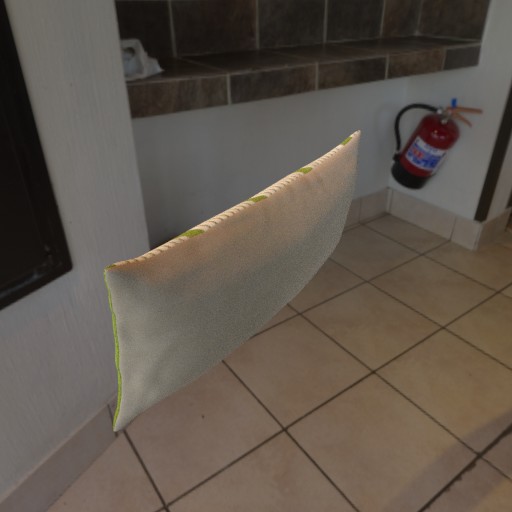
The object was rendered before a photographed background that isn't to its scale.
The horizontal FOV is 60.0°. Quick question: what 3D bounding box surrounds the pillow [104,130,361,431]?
[{"bbox_3d":[0.000,0.000,0.739,0.156,0.292,0.608,20,37,30],"label":"pillow"}]
